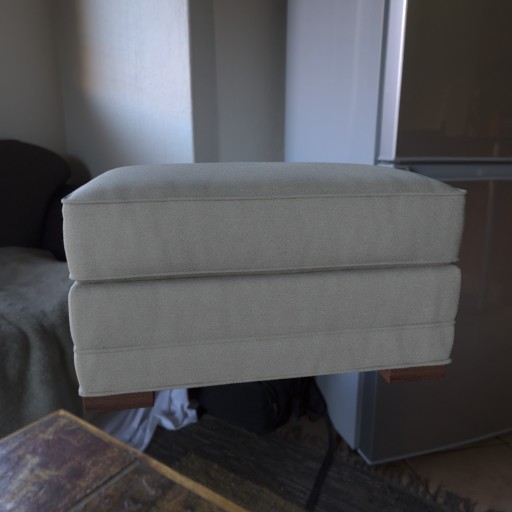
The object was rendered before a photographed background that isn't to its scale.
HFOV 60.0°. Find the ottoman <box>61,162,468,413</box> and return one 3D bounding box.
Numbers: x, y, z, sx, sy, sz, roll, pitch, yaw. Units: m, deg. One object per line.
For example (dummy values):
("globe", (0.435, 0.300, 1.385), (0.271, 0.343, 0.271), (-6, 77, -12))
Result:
("ottoman", (0.000, 0.000, 1.182), (0.848, 0.482, 0.611), (-3, 16, -10))
